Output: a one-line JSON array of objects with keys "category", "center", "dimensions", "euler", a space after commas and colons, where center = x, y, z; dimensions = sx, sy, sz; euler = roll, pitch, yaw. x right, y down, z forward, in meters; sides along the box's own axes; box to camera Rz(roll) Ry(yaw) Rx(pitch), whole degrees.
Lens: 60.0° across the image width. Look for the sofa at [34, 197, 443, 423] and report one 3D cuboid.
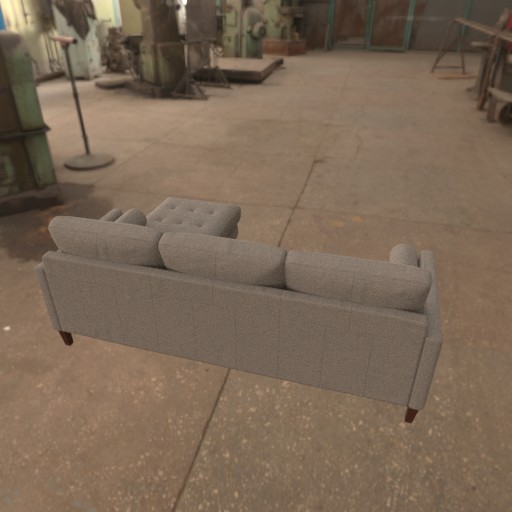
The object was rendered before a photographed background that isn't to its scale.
[{"category": "sofa", "center": [0.000, 0.000, 2.918], "dimensions": [2.178, 0.875, 1.506], "euler": [9, 32, 14]}]
